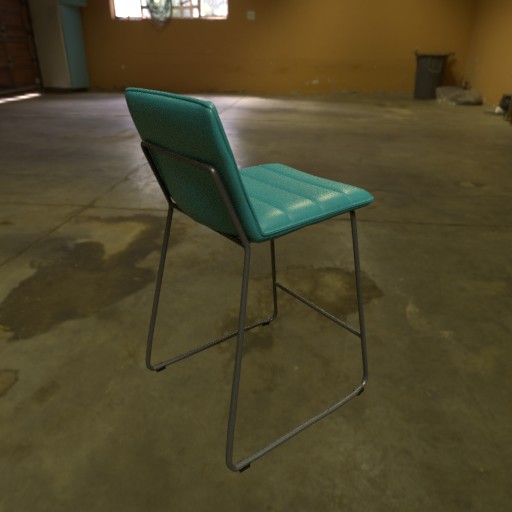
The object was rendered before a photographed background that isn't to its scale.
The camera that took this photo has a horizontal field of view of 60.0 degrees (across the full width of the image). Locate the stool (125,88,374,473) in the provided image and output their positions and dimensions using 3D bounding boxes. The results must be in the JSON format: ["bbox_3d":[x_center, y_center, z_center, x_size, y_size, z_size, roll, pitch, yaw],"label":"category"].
[{"bbox_3d":[0.000,0.000,1.205,0.524,0.866,0.489,-18,31,-33],"label":"stool"}]
